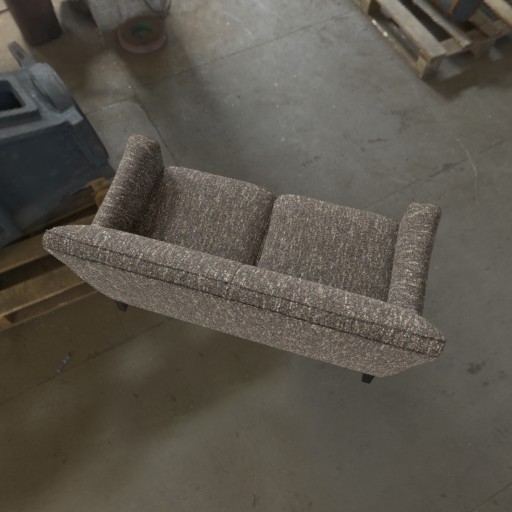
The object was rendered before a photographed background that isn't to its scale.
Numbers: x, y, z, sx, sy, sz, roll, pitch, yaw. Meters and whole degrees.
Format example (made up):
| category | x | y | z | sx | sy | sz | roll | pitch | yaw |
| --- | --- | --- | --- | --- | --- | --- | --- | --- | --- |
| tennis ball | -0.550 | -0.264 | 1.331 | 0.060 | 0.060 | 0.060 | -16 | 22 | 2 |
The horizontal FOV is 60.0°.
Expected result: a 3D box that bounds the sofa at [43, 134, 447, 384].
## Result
| category | x | y | z | sx | sy | sz | roll | pitch | yaw |
| --- | --- | --- | --- | --- | --- | --- | --- | --- | --- |
| sofa | 0.000 | 0.000 | 2.060 | 1.519 | 0.946 | 0.801 | 15 | 64 | 7 |
